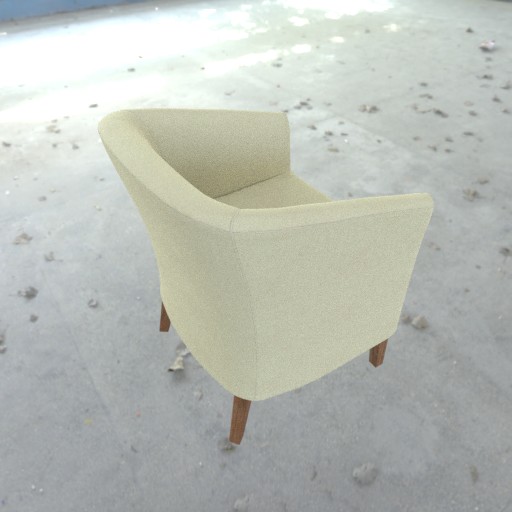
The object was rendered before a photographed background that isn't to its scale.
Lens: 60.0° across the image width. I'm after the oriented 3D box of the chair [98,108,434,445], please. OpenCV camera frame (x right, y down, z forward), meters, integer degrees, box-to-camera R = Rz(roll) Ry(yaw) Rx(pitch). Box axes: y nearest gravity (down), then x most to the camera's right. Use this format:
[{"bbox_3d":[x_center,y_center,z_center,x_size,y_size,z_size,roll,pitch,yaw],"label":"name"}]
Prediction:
[{"bbox_3d":[0.000,0.000,1.279,0.657,0.822,0.643,-23,45,-25],"label":"chair"}]
